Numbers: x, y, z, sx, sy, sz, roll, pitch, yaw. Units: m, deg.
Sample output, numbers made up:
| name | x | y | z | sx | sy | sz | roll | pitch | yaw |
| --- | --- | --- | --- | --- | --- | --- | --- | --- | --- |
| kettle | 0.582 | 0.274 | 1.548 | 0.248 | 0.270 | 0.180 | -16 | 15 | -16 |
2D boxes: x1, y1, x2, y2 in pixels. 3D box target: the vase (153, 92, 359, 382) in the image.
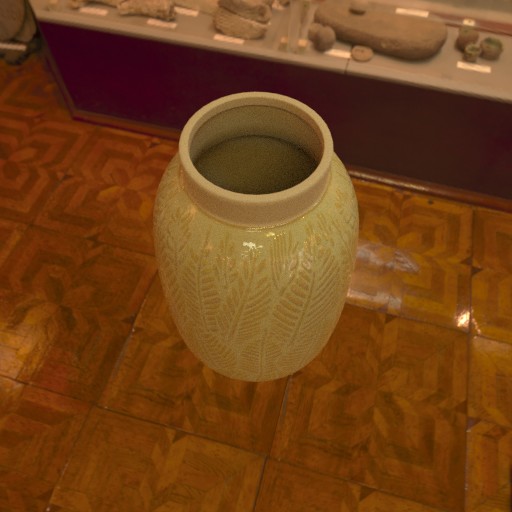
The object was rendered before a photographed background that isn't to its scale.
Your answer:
| name | x | y | z | sx | sy | sz | roll | pitch | yaw |
| --- | --- | --- | --- | --- | --- | --- | --- | --- | --- |
| vase | 0.000 | 0.000 | 0.390 | 0.172 | 0.270 | 0.172 | 0 | 58 | 0 |
